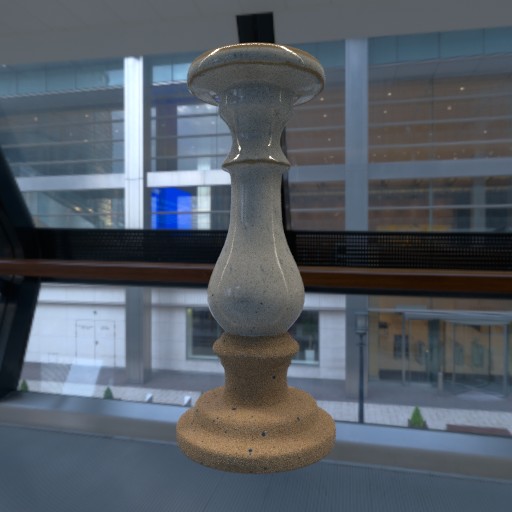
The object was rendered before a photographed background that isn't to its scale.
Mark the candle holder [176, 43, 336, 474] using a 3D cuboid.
[{"bbox_3d":[0.000,0.000,0.246,0.088,0.203,0.088,0,0,0],"label":"candle holder"}]
